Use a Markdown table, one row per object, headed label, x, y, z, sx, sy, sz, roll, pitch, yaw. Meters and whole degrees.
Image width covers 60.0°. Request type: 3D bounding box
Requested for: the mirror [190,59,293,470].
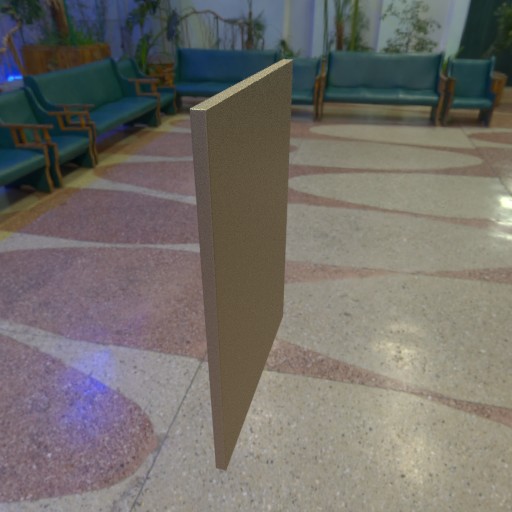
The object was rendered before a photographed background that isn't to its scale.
| label | x | y | z | sx | sy | sz | roll | pitch | yaw |
| --- | --- | --- | --- | --- | --- | --- | --- | --- | --- |
| mirror | 0.000 | 0.000 | 1.353 | 0.032 | 1.023 | 0.756 | 8 | 31 | 14 |
